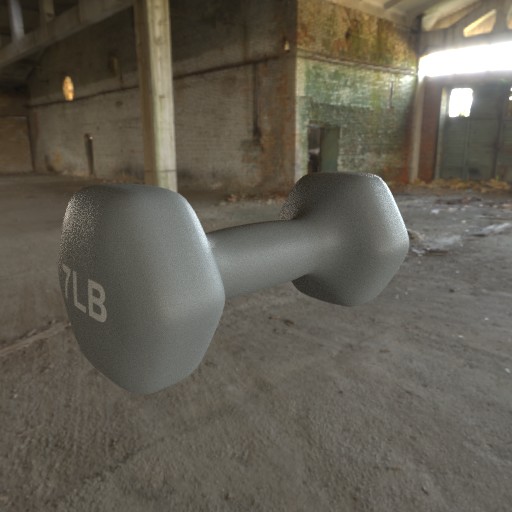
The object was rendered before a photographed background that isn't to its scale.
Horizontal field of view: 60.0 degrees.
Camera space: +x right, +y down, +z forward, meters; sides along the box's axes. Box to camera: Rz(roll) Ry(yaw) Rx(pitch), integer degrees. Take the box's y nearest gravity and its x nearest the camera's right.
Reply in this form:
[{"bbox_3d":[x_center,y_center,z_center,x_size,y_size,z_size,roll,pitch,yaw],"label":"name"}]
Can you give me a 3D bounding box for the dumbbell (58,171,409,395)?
[{"bbox_3d":[0.000,0.000,0.230,0.184,0.081,0.090,-13,18,-42],"label":"dumbbell"}]
